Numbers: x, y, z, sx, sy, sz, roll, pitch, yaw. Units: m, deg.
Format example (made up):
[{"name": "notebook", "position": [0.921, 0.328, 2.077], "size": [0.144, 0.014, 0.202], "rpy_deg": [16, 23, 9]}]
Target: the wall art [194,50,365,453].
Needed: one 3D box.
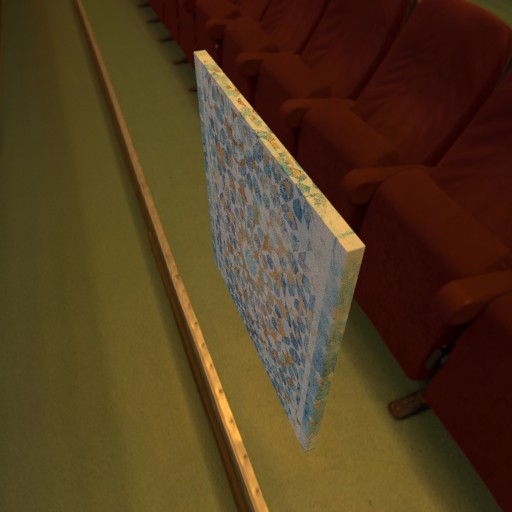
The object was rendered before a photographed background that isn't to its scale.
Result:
[{"name": "wall art", "position": [0.000, 0.000, 1.382], "size": [0.040, 0.916, 0.916], "rpy_deg": [-16, 48, -15]}]
